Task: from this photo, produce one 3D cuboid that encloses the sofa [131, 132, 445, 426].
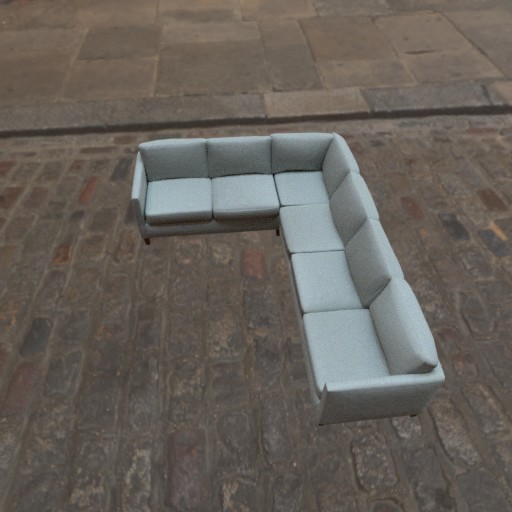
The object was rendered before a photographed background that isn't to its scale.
[{"bbox_3d":[0.000,0.000,4.481,2.592,0.947,3.301,-4,47,-4],"label":"sofa"}]
